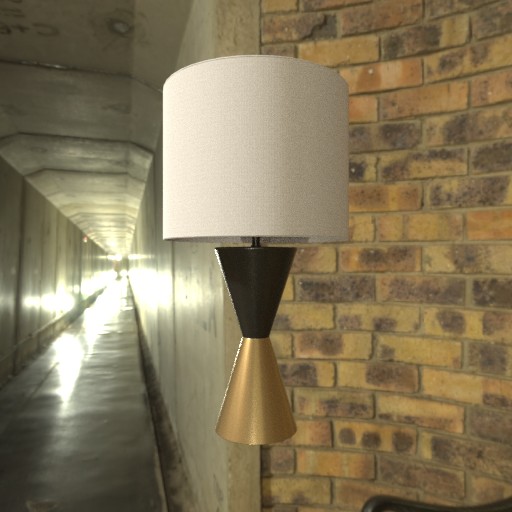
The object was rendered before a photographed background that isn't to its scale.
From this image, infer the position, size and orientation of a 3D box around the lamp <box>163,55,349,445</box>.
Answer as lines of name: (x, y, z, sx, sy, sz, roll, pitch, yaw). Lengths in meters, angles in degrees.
lamp: (0.000, 0.000, 0.740, 0.304, 0.573, 0.304, 0, 0, 36)
